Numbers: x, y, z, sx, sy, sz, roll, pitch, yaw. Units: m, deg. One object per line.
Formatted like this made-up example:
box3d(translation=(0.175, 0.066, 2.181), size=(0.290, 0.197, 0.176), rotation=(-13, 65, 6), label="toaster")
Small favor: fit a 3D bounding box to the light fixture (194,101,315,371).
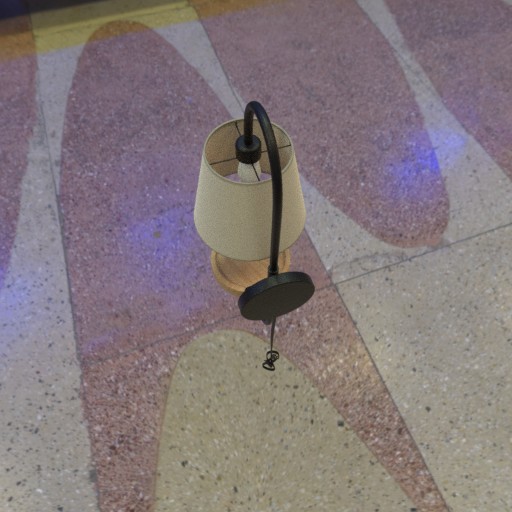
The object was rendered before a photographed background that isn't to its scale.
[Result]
box3d(translation=(0.000, 0.000, 0.941), size=(0.220, 0.821, 0.299), rotation=(-15, 61, -9), label="light fixture")
